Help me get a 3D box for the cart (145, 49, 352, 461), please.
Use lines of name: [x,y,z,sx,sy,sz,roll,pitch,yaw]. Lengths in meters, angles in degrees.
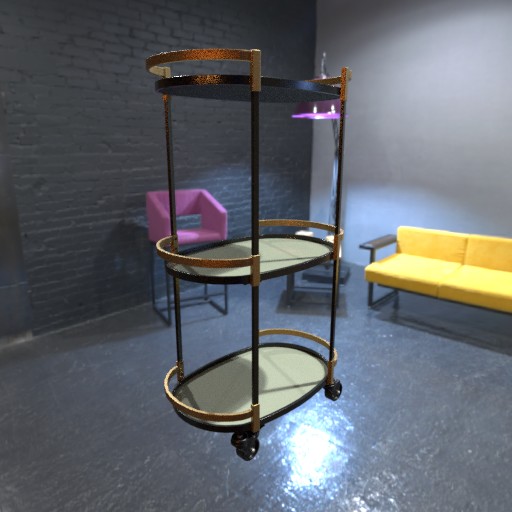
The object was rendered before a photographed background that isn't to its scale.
cart: [0.000,0.000,1.120,0.311,0.885,0.515,14,20,43]
